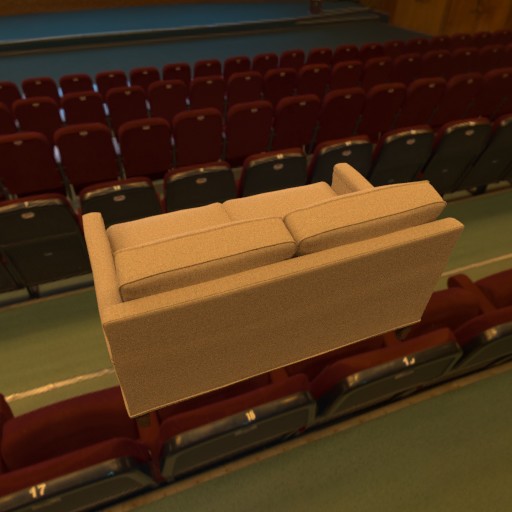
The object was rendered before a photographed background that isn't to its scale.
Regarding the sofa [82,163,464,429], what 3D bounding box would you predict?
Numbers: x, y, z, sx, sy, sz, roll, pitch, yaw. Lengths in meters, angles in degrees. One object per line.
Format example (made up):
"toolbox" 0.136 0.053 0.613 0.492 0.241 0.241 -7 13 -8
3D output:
"sofa" 0.000 0.000 2.273 1.597 1.003 1.084 -14 42 -16
